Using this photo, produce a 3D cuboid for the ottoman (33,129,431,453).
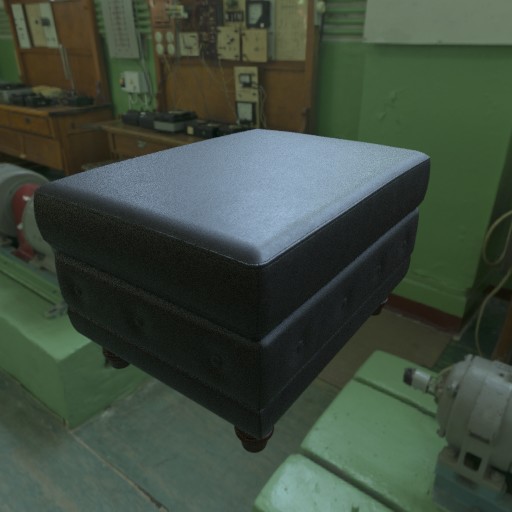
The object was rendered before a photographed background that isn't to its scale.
[{"bbox_3d":[0.000,0.000,1.129,0.590,0.498,0.795,18,32,32],"label":"ottoman"}]
